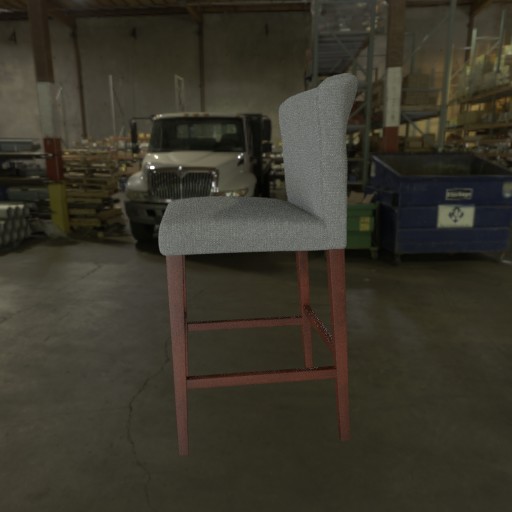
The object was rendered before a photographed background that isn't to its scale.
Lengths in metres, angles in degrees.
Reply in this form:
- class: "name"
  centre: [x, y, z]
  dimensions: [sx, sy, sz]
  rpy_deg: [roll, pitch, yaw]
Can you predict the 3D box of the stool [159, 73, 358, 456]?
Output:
- class: "stool"
  centre: [0.000, 0.000, 1.403]
  dimensions: [0.568, 1.069, 0.486]
  rpy_deg: [-2, 14, -8]
